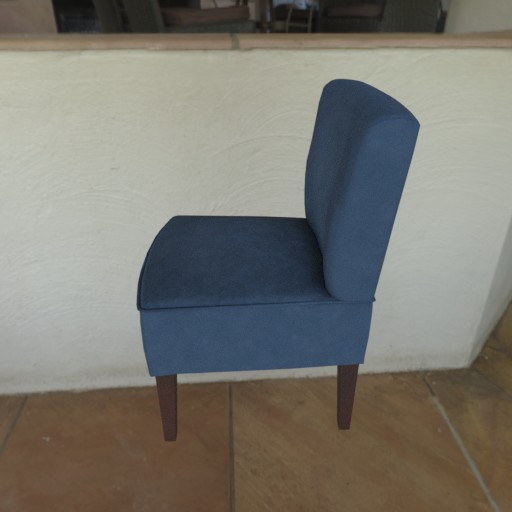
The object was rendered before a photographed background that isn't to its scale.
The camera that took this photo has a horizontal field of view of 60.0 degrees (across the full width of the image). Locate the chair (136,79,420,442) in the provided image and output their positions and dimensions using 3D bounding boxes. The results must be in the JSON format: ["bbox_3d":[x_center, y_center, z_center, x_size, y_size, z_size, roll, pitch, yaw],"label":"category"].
[{"bbox_3d":[0.000,0.000,1.129,0.551,0.806,0.521,0,28,-1],"label":"chair"}]
